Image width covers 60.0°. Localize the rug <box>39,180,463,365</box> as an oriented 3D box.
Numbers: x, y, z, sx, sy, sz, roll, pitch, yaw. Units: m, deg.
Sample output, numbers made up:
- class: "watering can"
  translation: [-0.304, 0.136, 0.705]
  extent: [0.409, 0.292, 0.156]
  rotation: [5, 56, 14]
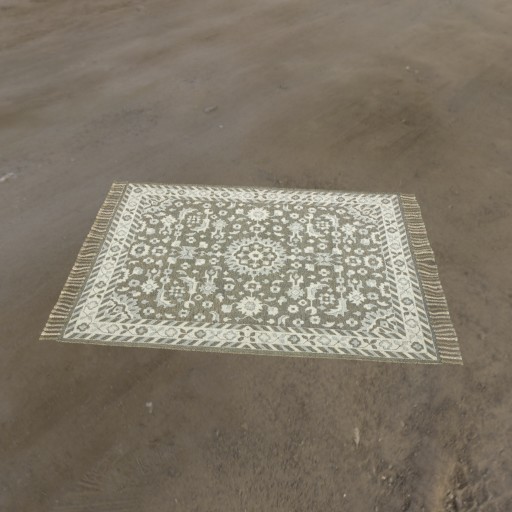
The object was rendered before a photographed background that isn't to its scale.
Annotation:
- class: "rug"
  translation: [0.000, 0.000, 3.032]
  extent: [2.431, 0.025, 1.530]
  rotation: [3, 46, 3]
